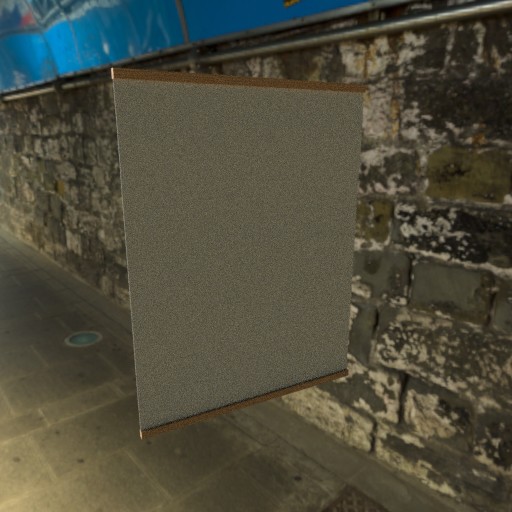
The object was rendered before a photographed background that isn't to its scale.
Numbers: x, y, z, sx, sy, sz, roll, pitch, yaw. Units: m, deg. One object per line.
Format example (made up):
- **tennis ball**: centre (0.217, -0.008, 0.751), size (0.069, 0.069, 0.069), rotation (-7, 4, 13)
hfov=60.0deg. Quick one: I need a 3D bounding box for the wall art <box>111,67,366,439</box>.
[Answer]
- **wall art**: centre (0.000, 0.000, 0.806), size (0.458, 0.605, 0.011), rotation (-8, 17, -27)
